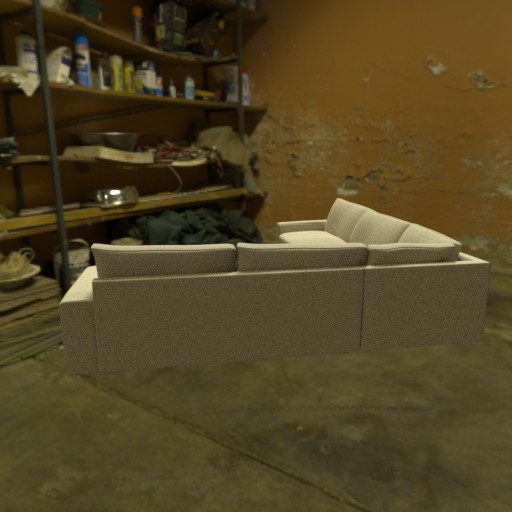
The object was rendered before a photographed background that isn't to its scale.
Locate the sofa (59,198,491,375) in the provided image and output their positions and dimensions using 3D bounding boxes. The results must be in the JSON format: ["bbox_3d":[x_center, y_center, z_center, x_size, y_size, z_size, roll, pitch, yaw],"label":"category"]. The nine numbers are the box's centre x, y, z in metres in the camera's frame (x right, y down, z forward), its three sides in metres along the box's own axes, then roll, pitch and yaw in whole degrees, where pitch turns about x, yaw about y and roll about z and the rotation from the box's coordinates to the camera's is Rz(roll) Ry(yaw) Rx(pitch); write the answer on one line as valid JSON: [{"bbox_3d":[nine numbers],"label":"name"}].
[{"bbox_3d":[0.000,0.000,4.700,3.206,0.918,3.066,-2,14,-10],"label":"sofa"}]
